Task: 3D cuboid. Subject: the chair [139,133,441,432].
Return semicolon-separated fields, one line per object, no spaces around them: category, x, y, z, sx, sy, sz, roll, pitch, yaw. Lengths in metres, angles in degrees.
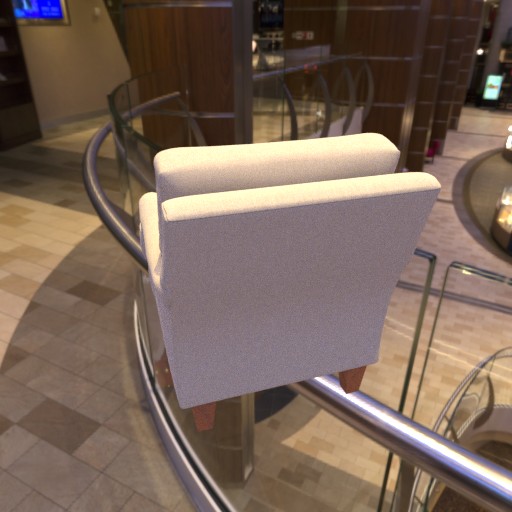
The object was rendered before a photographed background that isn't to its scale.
chair;0.000;0.000;1.862;0.895;1.076;1.078;-9;29;-16
